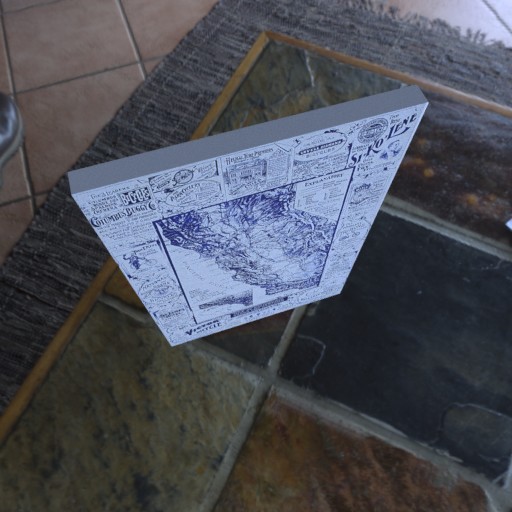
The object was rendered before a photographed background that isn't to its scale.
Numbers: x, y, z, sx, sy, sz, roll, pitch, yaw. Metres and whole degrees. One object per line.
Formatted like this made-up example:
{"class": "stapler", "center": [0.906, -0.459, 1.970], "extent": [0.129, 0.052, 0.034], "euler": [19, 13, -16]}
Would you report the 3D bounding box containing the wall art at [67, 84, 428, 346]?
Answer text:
{"class": "wall art", "center": [0.000, 0.000, 0.948], "extent": [0.511, 0.753, 0.039], "euler": [-16, 65, -8]}
